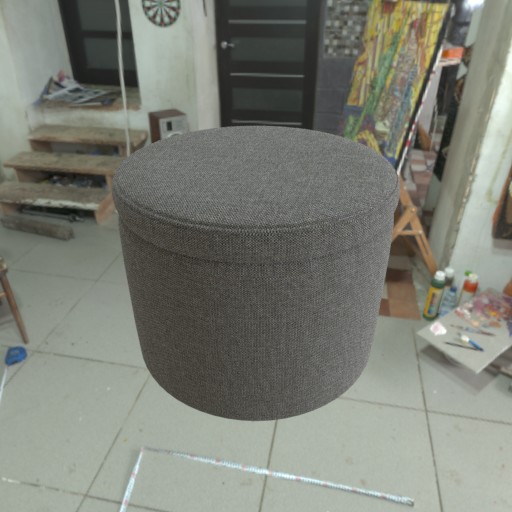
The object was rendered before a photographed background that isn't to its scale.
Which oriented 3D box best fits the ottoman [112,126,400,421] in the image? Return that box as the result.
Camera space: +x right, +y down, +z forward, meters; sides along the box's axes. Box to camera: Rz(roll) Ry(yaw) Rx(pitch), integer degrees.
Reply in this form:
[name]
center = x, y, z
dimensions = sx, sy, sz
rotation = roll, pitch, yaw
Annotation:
[ottoman]
center = 0.000, 0.000, 0.918
dimensions = 0.520, 0.430, 0.520
rotation = 0, 32, 0
